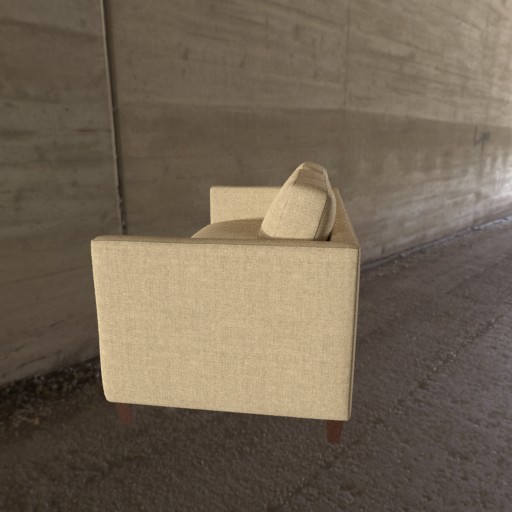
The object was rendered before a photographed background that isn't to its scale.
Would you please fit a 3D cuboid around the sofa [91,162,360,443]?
[{"bbox_3d":[0.000,0.000,2.417,0.950,0.963,1.884,2,15,8],"label":"sofa"}]
